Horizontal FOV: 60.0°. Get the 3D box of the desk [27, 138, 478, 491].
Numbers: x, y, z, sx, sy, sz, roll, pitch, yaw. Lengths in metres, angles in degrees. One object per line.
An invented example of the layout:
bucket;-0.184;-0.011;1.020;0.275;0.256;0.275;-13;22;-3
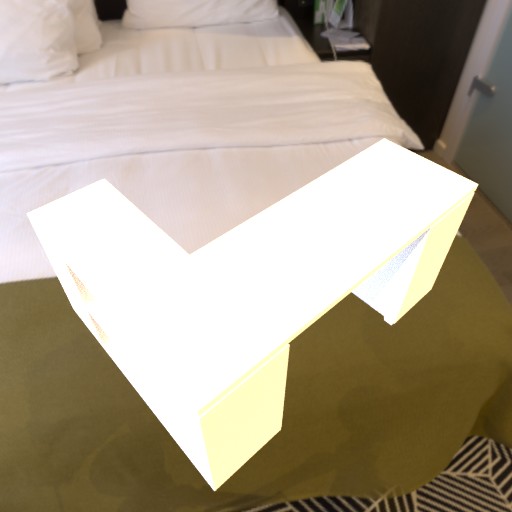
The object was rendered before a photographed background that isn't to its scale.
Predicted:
desk;0.000;0.000;2.156;1.524;0.759;1.199;-33;55;-28
